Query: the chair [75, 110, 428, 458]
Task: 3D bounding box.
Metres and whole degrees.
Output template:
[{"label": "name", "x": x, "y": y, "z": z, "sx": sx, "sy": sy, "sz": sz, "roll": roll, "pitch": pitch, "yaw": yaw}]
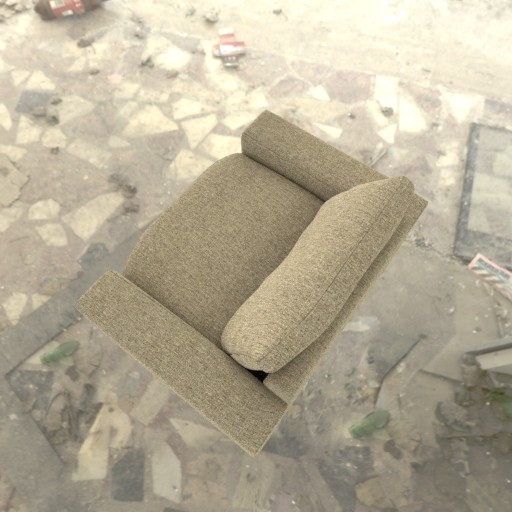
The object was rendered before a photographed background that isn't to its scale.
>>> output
[{"label": "chair", "x": 0.000, "y": 0.000, "z": 2.106, "sx": 1.039, "sy": 0.915, "sz": 1.398, "roll": 34, "pitch": 69, "yaw": 15}]
